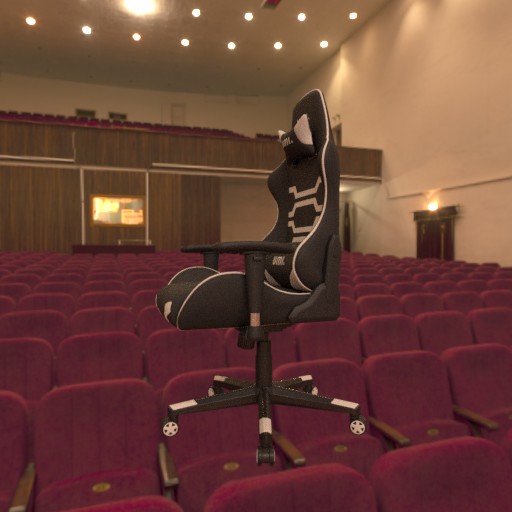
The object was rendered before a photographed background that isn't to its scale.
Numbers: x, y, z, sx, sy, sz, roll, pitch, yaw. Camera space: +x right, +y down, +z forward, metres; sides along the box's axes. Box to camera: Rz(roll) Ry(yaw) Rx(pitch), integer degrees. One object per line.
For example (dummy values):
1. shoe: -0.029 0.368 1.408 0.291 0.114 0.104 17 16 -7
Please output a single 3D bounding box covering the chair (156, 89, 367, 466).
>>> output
1. chair: 0.000 0.000 1.638 0.700 1.240 0.700 0 0 -19
